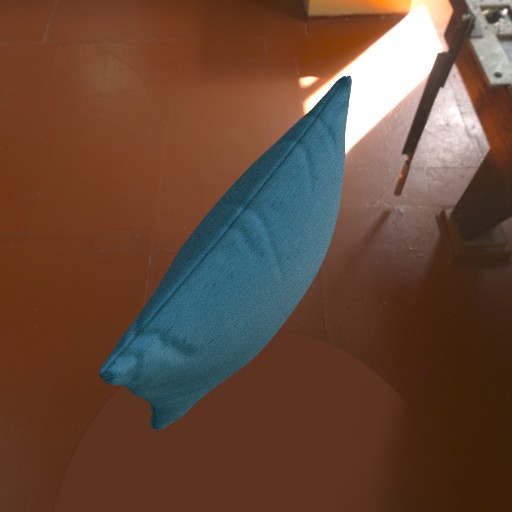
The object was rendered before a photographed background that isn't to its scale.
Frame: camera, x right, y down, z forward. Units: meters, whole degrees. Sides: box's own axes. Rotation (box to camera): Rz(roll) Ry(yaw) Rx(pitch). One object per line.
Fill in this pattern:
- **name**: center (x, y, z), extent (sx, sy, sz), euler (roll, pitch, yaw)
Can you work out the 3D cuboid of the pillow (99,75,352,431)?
- **pillow**: center (0.000, 0.000, 0.776), extent (0.210, 0.338, 0.633), euler (29, 63, 16)
